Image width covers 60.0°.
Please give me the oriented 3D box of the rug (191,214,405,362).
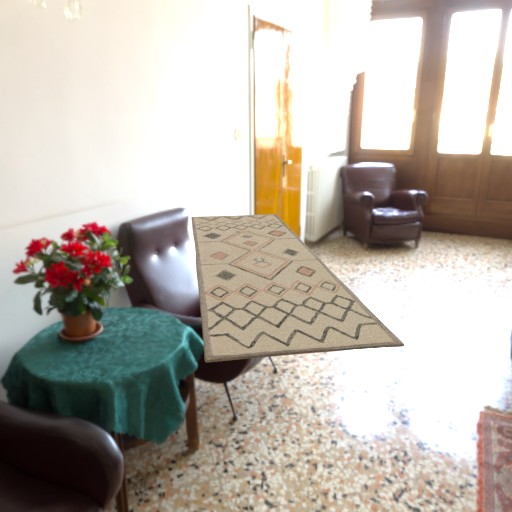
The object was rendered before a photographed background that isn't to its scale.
[{"bbox_3d":[0.000,0.000,2.759,0.750,0.011,2.435,-3,17,-9],"label":"rug"}]
